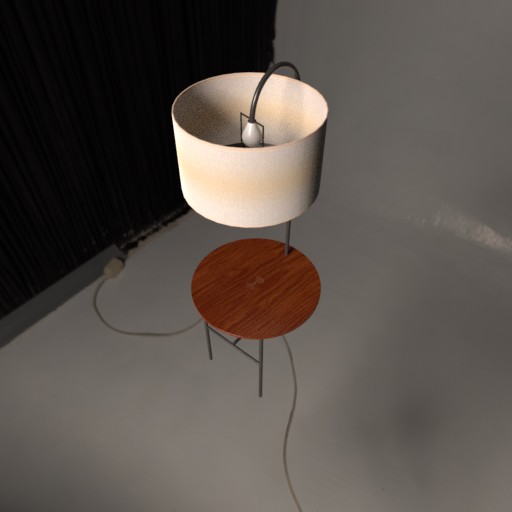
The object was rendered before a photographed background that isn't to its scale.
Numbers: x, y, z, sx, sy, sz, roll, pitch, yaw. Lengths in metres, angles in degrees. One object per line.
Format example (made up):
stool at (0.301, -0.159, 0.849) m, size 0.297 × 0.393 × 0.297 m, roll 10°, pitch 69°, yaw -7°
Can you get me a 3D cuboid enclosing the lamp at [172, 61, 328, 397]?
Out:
lamp at (0.000, 0.000, 1.838) m, size 0.573 × 1.517 × 0.573 m, roll 0°, pitch 46°, yaw 0°
